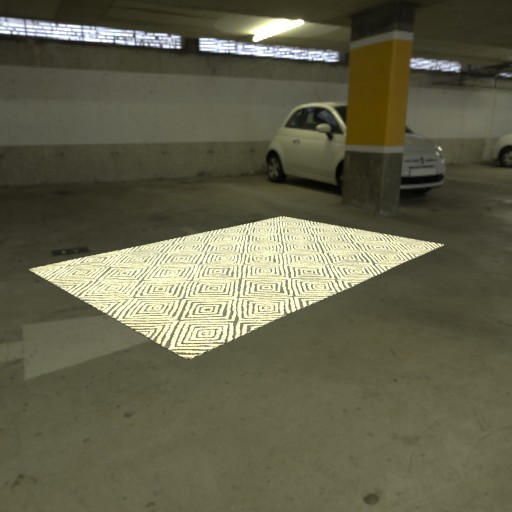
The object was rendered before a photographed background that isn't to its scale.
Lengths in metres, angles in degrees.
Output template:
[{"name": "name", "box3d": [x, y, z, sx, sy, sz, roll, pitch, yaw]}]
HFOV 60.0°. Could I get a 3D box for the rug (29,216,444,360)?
[{"name": "rug", "box3d": [0.000, 0.000, 2.213, 1.177, 0.004, 1.750, 15, 22, 42]}]
